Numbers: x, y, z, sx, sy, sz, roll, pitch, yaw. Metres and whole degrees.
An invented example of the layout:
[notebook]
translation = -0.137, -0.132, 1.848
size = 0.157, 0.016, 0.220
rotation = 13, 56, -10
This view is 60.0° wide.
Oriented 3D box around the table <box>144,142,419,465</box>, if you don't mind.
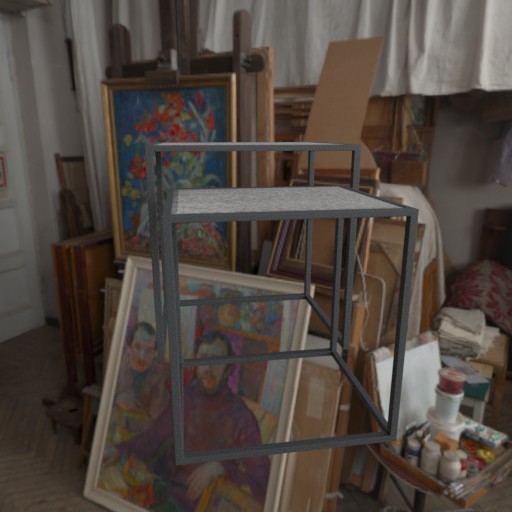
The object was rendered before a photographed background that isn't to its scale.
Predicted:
[table]
translation = 0.000, 0.000, 1.110
size = 0.508, 0.540, 0.788
rotation = -2, 15, -9
